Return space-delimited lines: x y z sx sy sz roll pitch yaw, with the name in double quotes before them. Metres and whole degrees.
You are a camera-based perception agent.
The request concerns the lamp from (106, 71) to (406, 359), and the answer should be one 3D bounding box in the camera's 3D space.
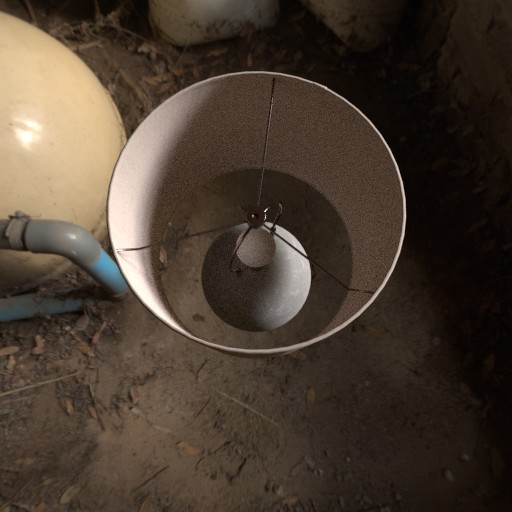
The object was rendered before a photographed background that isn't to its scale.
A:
"lamp" 0.000 0.000 0.595 0.269 0.409 0.269 38 79 9
